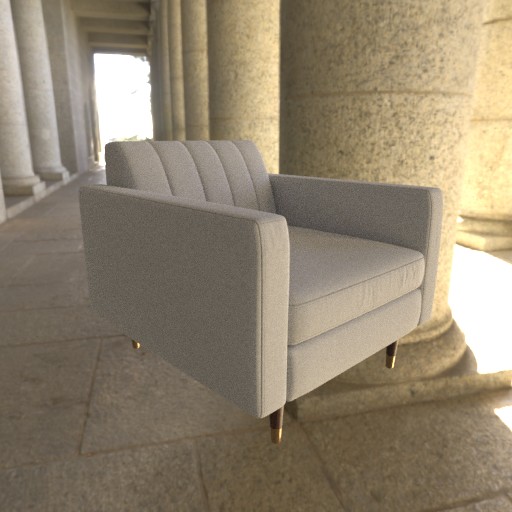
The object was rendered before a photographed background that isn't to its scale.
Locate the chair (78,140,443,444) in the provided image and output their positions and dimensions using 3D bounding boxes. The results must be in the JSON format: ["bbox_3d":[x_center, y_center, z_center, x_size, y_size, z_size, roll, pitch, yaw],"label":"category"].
[{"bbox_3d":[0.000,0.000,1.638,0.953,0.819,0.998,-14,20,-41],"label":"chair"}]
